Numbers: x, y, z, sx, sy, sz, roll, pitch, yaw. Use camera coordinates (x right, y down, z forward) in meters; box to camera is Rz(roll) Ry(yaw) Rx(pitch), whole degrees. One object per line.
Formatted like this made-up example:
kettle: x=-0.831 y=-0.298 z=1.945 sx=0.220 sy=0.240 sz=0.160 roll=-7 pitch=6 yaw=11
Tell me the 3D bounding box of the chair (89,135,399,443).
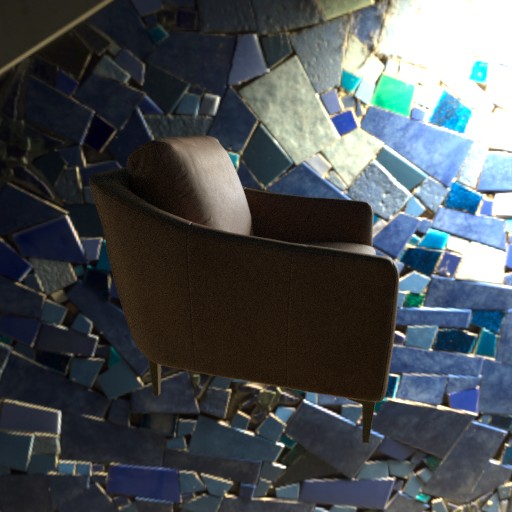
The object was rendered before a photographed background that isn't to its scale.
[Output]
chair: x=0.000 y=0.000 z=1.714 sx=0.963 sy=0.895 sz=0.988 roll=3 pitch=16 yaw=10
